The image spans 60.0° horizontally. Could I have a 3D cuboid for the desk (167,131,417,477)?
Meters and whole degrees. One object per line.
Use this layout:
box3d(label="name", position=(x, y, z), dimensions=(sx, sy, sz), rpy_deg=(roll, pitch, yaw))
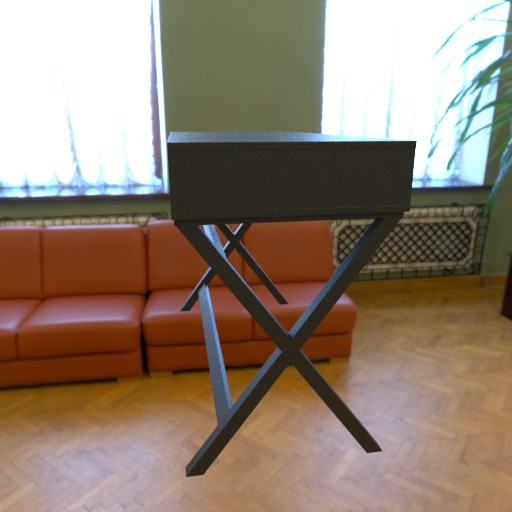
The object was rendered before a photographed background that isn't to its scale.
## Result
box3d(label="desk", position=(0.000, 0.000, 1.479), dimensions=(0.525, 0.780, 1.057), rpy_deg=(-3, 17, -10))
